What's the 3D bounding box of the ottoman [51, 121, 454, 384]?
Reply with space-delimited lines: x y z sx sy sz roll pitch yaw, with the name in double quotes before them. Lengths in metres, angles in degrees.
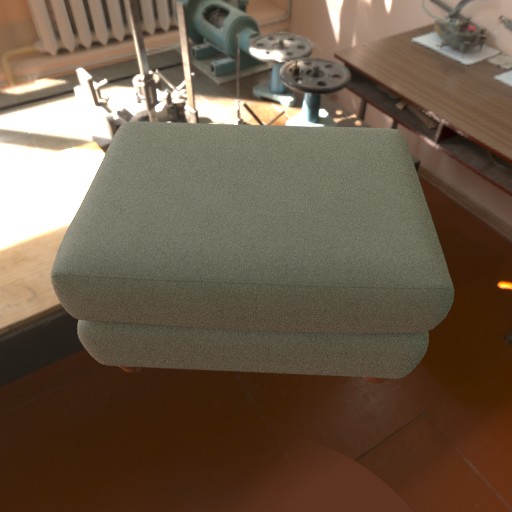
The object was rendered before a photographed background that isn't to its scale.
"ottoman" 0.000 0.000 1.132 0.773 0.504 0.569 2 47 2
